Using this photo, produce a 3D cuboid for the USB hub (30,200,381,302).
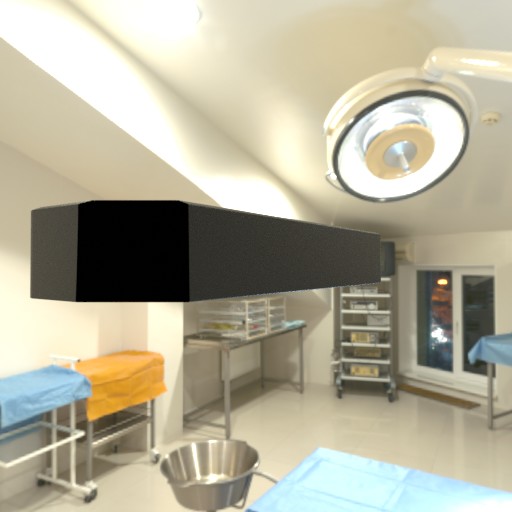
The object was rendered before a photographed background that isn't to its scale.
[{"bbox_3d":[0.000,0.000,0.160,0.044,0.023,0.145,-1,-1,35],"label":"USB hub"}]
